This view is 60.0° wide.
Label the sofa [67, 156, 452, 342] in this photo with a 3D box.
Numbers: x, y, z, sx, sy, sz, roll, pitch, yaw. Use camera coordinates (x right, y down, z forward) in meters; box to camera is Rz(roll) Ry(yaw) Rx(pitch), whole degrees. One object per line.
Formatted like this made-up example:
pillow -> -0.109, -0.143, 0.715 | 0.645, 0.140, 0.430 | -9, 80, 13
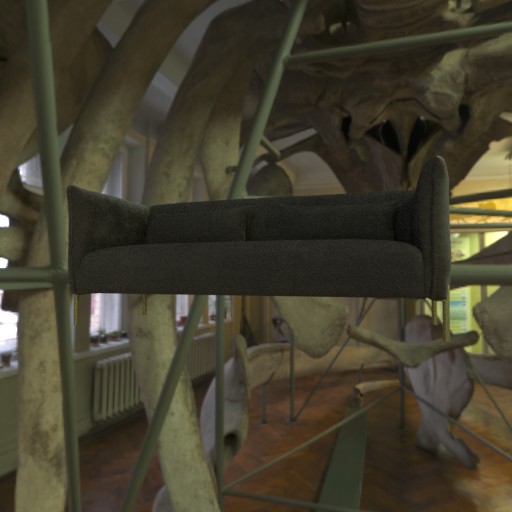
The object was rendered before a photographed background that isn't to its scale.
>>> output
sofa -> 0.000, 0.000, 2.506 | 1.980, 0.780, 0.876 | -1, -3, 19
